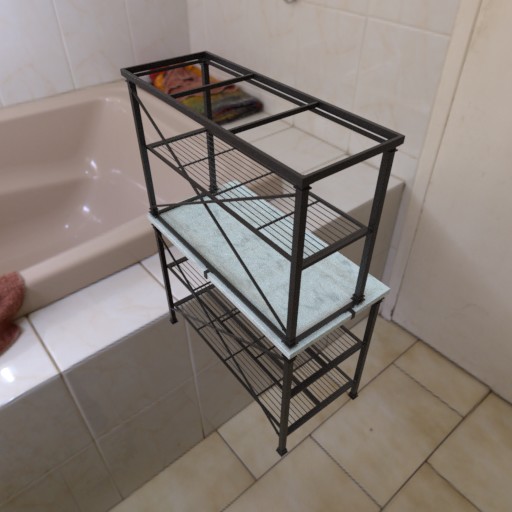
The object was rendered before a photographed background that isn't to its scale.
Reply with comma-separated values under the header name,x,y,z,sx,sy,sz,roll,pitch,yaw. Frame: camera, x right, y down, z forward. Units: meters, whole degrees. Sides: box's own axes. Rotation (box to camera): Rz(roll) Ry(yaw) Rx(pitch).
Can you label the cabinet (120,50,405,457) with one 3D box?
name,x,y,z,sx,sy,sz,roll,pitch,yaw
cabinet,0.000,0.000,2.257,0.610,1.659,1.210,-26,47,-28
